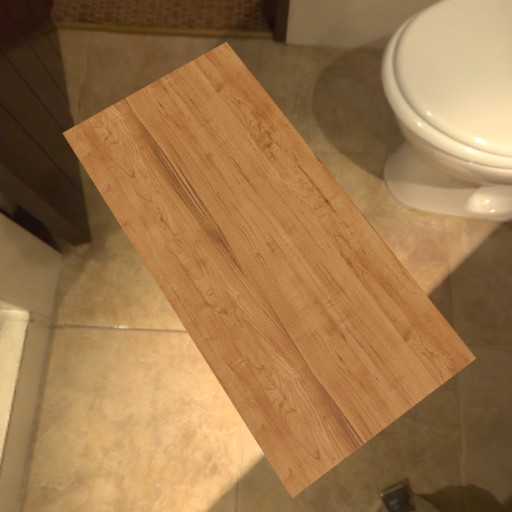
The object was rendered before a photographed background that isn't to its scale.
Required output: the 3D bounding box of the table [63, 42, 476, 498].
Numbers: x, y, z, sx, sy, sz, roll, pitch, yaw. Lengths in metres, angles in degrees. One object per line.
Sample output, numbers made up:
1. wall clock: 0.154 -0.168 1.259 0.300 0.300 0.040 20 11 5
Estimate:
1. table: 0.000 0.000 1.421 0.590 0.400 1.180 -33 77 -9
